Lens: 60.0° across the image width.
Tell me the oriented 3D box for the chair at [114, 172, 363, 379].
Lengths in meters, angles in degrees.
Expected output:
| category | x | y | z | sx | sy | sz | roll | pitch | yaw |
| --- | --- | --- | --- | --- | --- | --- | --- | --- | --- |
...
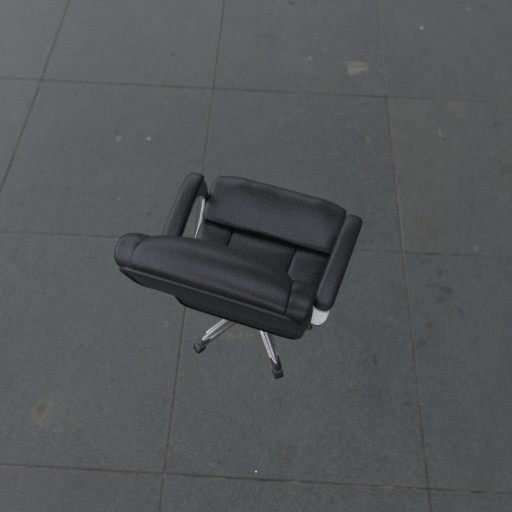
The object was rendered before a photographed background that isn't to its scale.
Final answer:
| category | x | y | z | sx | sy | sz | roll | pitch | yaw |
| --- | --- | --- | --- | --- | --- | --- | --- | --- | --- |
| chair | 0.000 | 0.000 | 1.606 | 0.663 | 1.155 | 0.739 | 16 | 65 | 8 |
